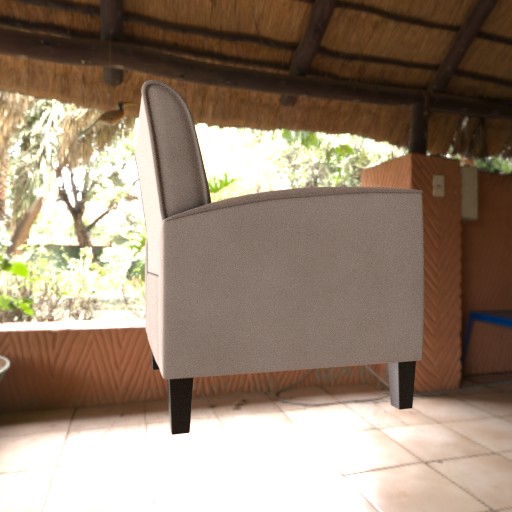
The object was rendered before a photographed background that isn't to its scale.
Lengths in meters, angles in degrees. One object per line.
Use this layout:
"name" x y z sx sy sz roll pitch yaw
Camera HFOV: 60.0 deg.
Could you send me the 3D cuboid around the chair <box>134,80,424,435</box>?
"chair" 0.000 0.000 1.574 0.820 0.915 0.820 0 -1 -17
